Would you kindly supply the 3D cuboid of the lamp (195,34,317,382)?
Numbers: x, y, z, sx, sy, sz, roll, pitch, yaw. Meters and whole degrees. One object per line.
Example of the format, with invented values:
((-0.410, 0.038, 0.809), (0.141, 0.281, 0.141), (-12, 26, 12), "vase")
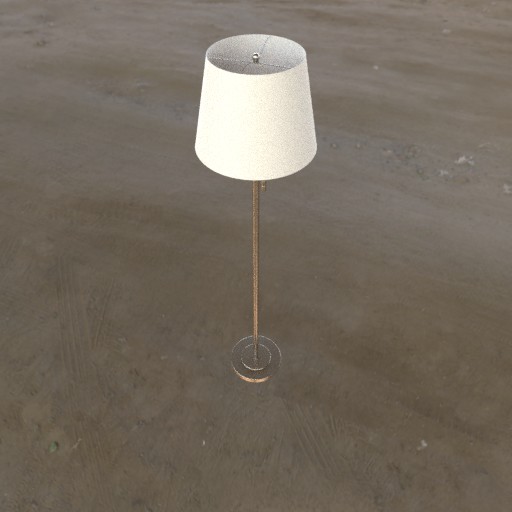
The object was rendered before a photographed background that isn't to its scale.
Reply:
((0.000, 0.000, 1.645), (0.355, 1.473, 0.355), (0, 46, 0), "lamp")
